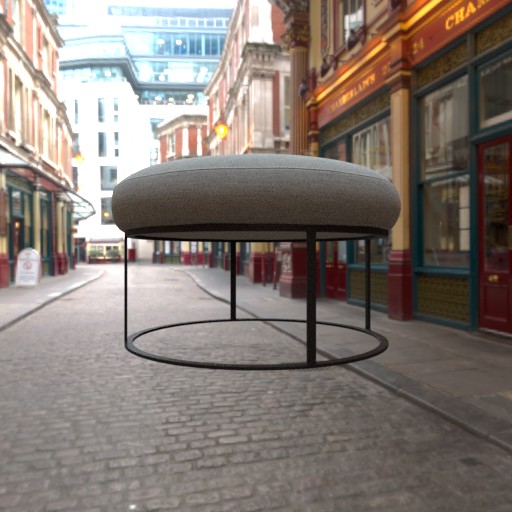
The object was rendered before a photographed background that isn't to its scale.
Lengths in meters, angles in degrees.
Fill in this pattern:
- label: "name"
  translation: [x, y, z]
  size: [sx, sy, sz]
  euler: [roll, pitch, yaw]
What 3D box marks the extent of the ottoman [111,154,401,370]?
- label: "ottoman"
  translation: [0.000, 0.000, 1.237]
  size: [0.769, 0.459, 0.769]
  euler: [0, 0, 0]
